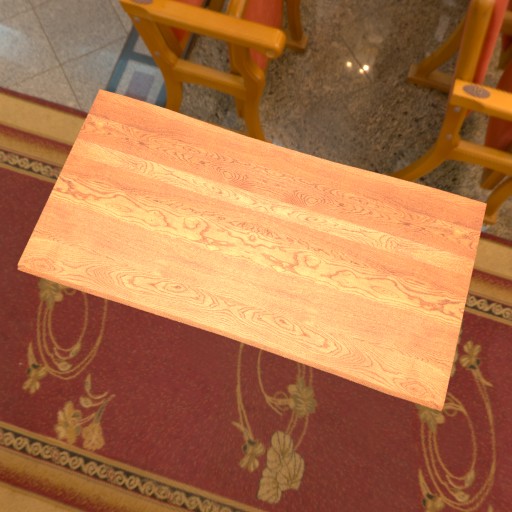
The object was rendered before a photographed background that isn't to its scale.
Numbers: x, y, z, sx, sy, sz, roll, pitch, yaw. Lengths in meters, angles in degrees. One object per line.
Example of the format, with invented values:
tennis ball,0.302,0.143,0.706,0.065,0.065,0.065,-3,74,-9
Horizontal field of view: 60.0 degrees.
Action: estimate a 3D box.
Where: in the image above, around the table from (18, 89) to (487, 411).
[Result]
table,0.000,0.000,2.221,1.800,0.770,0.900,18,77,4
